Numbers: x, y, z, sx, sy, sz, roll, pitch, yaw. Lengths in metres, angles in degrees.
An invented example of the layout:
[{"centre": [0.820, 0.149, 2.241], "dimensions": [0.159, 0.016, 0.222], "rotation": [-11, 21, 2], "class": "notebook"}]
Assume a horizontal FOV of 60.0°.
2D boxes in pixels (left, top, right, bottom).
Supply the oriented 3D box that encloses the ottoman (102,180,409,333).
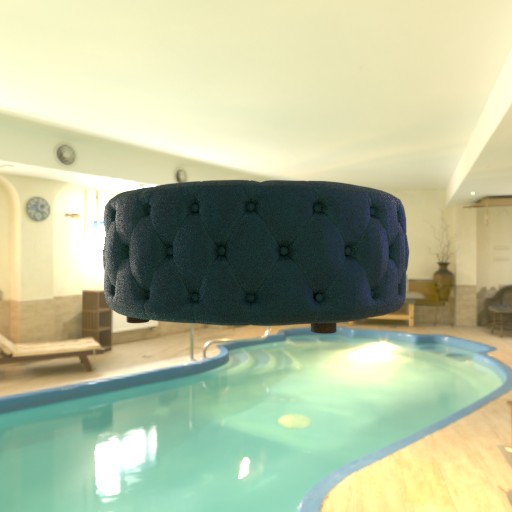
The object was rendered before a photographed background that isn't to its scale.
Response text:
[{"centre": [0.000, 0.000, 1.526], "dimensions": [0.998, 0.398, 0.998], "rotation": [0, 0, 0], "class": "ottoman"}]
